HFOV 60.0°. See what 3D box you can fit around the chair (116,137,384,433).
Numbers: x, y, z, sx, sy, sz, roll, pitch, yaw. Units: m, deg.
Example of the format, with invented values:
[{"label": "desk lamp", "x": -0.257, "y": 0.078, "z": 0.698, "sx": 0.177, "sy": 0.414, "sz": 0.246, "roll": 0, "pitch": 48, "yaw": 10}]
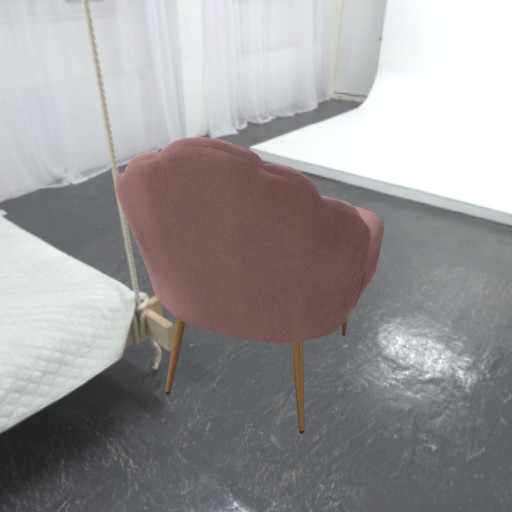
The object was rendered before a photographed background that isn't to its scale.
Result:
[{"label": "chair", "x": 0.000, "y": 0.000, "z": 1.255, "sx": 0.657, "sy": 0.819, "sz": 0.599, "roll": 10, "pitch": 32, "yaw": 17}]
